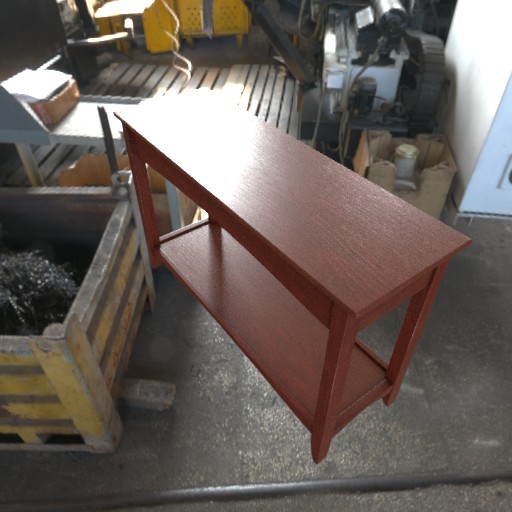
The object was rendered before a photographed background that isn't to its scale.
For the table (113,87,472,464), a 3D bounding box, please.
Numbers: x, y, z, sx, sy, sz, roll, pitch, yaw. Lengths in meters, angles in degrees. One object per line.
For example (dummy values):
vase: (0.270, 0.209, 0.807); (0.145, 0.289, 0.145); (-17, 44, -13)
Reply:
table: (0.000, 0.000, 1.555); (0.392, 0.739, 1.188); (-26, 48, -27)
